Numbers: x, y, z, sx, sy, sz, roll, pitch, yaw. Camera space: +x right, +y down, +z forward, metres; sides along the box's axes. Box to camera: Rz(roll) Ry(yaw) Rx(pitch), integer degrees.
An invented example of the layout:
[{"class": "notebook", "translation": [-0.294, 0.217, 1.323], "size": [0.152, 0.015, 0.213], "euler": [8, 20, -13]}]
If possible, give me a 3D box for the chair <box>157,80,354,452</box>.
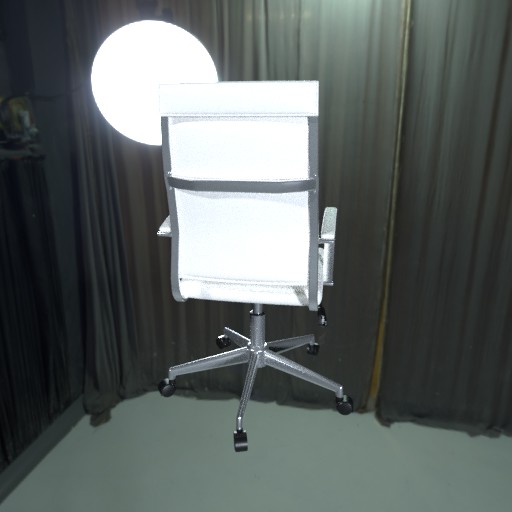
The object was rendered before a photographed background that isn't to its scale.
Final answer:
[{"class": "chair", "translation": [0.000, 0.000, 1.631], "size": [0.766, 1.149, 0.739], "euler": [3, 17, 9]}]
